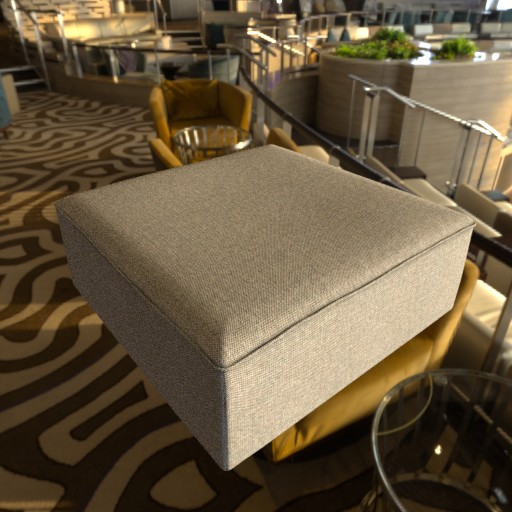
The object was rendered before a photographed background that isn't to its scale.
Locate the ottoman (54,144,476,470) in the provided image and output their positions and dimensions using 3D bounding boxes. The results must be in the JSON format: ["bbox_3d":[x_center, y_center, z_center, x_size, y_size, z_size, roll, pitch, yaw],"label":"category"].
[{"bbox_3d":[0.000,0.000,1.544,1.017,0.423,1.023,-23,38,-32],"label":"ottoman"}]
